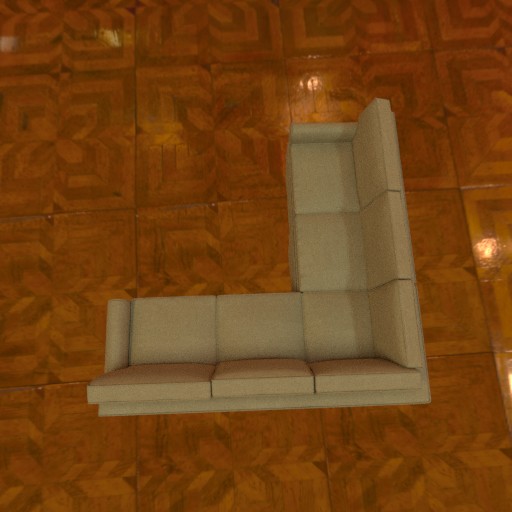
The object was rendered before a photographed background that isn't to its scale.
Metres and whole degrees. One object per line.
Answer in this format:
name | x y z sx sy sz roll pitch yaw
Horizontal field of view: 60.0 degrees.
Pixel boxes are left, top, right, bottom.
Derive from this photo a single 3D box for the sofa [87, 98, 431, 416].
sofa | 0.000 0.000 4.024 2.623 1.081 2.618 -2 75 -1
